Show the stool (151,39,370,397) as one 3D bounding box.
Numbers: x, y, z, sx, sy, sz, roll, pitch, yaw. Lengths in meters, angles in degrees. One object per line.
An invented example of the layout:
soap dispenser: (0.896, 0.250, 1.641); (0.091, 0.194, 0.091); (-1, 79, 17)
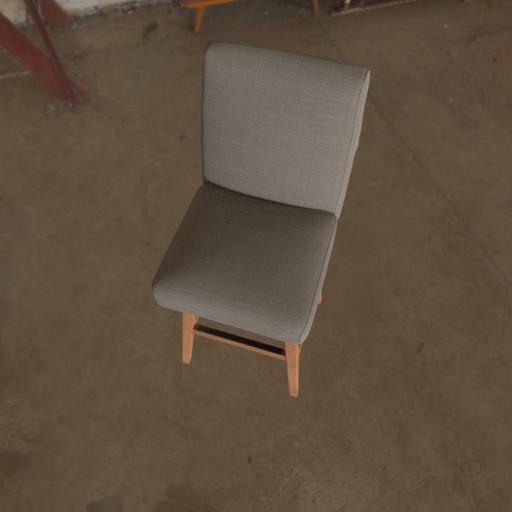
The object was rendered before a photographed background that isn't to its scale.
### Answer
stool: (0.000, 0.000, 1.423); (0.483, 1.112, 0.570); (15, 59, 9)
